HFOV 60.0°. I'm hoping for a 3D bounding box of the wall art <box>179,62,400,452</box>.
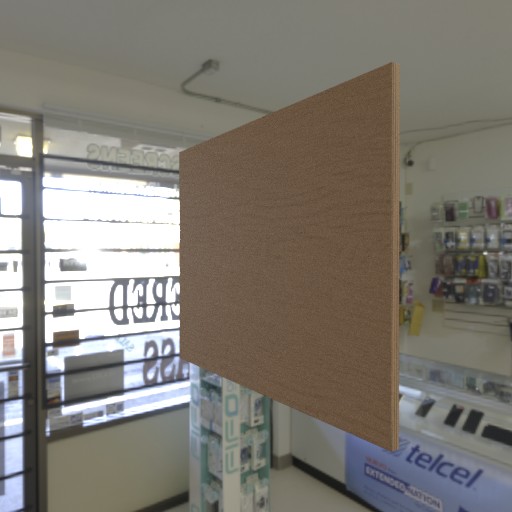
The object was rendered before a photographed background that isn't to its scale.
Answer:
[{"bbox_3d":[0.000,0.000,0.672,0.013,0.406,0.508,0,1,-35],"label":"wall art"}]
